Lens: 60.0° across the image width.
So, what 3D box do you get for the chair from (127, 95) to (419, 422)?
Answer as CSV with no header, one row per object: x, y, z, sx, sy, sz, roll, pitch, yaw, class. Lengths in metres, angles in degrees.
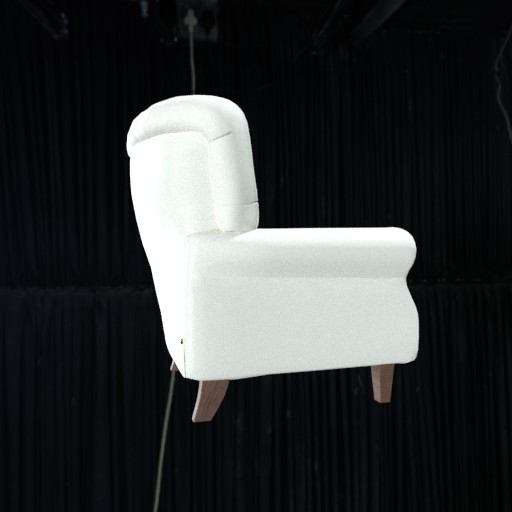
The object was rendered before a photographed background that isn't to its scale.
0.000,0.000,2.019,1.132,1.169,1.035,0,-1,-17,chair
